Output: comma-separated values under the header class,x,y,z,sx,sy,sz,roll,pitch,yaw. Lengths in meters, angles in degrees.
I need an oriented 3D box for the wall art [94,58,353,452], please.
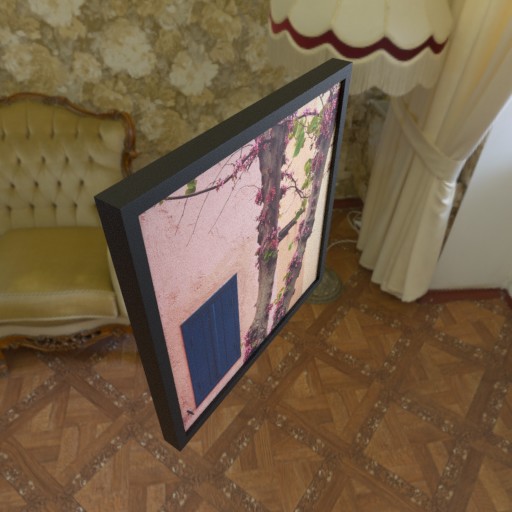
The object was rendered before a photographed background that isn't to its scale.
class,x,y,z,sx,sy,sz,roll,pitch,yaw
wall art,0.000,0.000,0.754,0.038,0.508,0.508,25,47,25
